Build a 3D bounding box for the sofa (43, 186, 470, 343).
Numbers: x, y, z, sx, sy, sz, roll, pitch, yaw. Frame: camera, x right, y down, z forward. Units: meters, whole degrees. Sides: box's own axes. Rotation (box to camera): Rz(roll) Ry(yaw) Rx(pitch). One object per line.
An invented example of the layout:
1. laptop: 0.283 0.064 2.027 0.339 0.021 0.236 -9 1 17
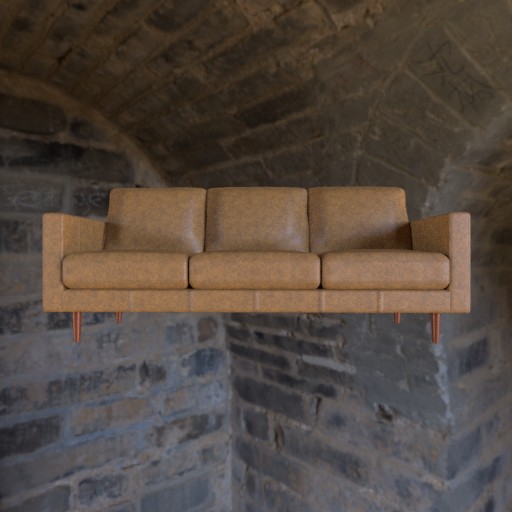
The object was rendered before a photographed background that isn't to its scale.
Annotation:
1. sofa: 0.000 0.000 2.719 2.231 0.930 0.903 0 0 1
